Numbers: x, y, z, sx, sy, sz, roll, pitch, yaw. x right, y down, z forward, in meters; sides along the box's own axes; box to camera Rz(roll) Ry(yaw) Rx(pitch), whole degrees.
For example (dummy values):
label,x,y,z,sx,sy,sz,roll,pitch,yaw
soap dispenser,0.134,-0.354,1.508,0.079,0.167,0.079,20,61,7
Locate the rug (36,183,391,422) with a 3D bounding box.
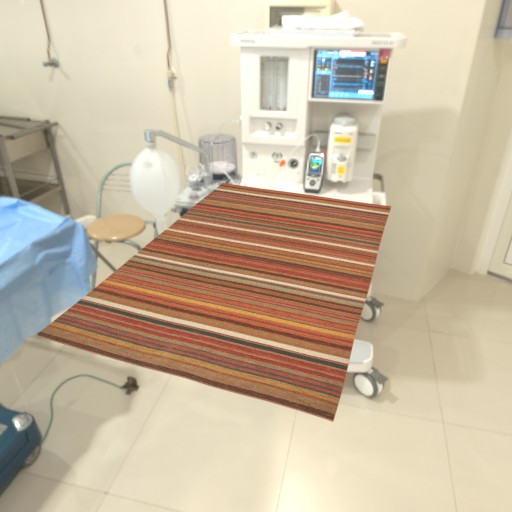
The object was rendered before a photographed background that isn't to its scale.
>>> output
label,x,y,z,sx,sy,sz,roll,pitch,yaw
rug,0.000,0.000,2.349,1.217,0.007,1.828,11,32,18
